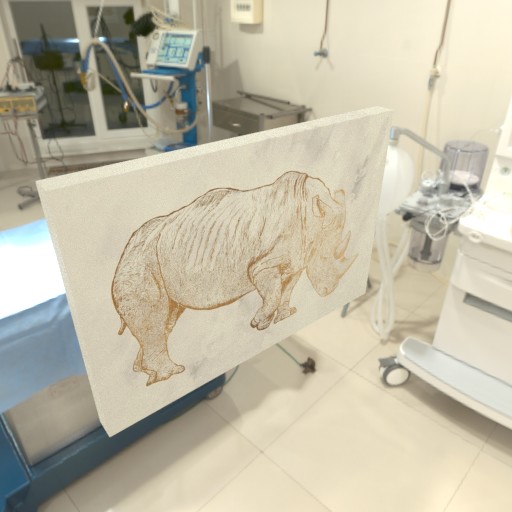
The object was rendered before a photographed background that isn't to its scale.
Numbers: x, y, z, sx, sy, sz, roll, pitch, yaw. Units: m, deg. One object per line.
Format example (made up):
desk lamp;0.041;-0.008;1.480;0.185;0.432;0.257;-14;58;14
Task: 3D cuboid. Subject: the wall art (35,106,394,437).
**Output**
wall art;0.000;0.000;0.756;0.609;0.407;0.038;-22;37;-32
